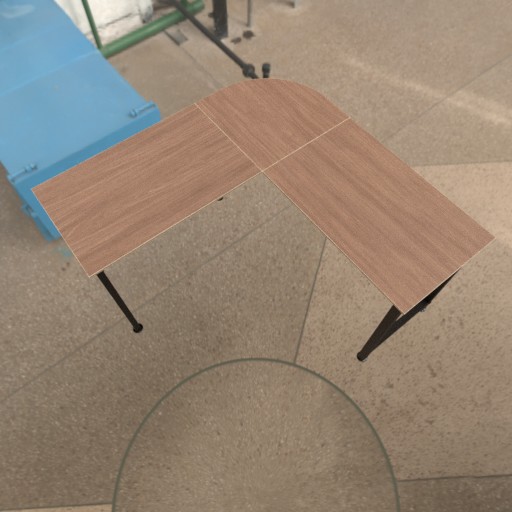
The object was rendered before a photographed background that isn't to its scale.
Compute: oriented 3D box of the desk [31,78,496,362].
[{"bbox_3d":[0.000,0.000,2.207,1.400,0.762,1.400,-34,67,-17],"label":"desk"}]
